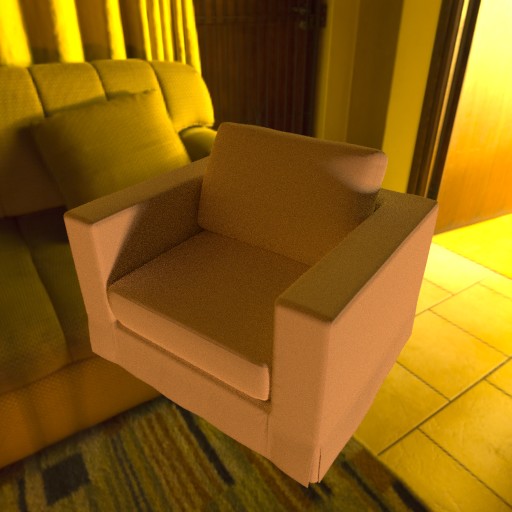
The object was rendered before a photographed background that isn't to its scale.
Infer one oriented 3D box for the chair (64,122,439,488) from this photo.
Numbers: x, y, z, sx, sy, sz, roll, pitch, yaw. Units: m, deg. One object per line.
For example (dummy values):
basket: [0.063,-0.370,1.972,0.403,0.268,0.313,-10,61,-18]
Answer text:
chair: [0.000,0.000,1.786,1.150,0.878,0.957,20,36,30]
